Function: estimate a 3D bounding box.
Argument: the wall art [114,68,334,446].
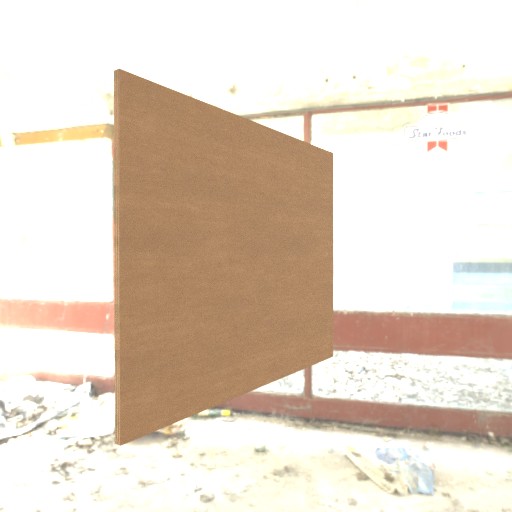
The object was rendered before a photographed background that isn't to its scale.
[{"bbox_3d":[0.000,0.000,0.686,0.010,0.408,0.508,0,1,37],"label":"wall art"}]
